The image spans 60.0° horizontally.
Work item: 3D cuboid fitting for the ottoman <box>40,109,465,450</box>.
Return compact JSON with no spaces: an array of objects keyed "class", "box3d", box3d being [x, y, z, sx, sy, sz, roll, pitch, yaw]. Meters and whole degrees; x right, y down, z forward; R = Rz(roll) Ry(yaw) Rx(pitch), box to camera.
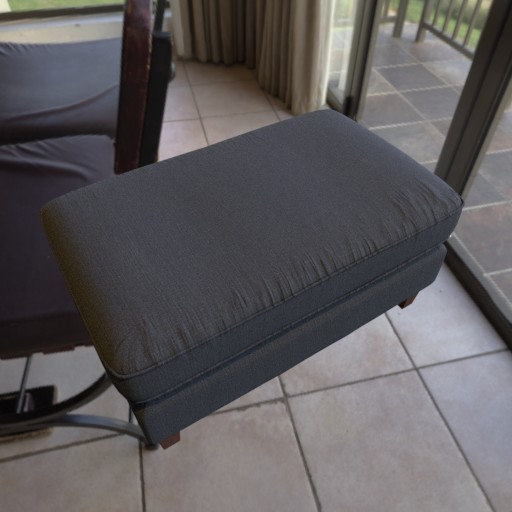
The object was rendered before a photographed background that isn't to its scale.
[{"class":"ottoman","box3d":[0.000,0.000,1.156,0.885,0.438,0.570,-24,51,-22]}]
